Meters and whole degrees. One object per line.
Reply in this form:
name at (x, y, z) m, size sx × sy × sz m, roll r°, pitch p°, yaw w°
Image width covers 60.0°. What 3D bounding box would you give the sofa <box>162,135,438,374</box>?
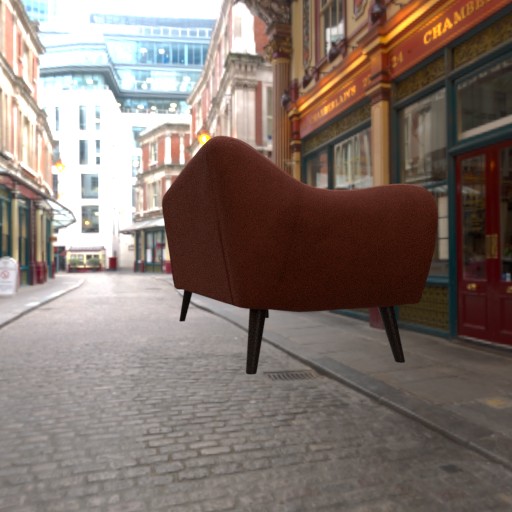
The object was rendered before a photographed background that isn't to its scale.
sofa at (0.000, 0.000, 2.320) m, size 0.820 × 0.836 × 1.840 m, roll 0°, pitch -1°, yaw -18°
